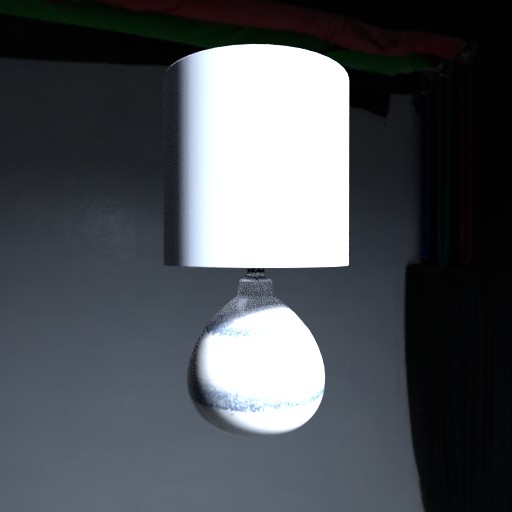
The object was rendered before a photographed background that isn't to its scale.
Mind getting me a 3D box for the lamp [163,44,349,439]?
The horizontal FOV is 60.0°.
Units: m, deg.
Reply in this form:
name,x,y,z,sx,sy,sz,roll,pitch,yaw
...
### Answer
name,x,y,z,sx,sy,sz,roll,pitch,yaw
lamp,0.000,0.000,0.531,0.216,0.404,0.216,0,1,-18
